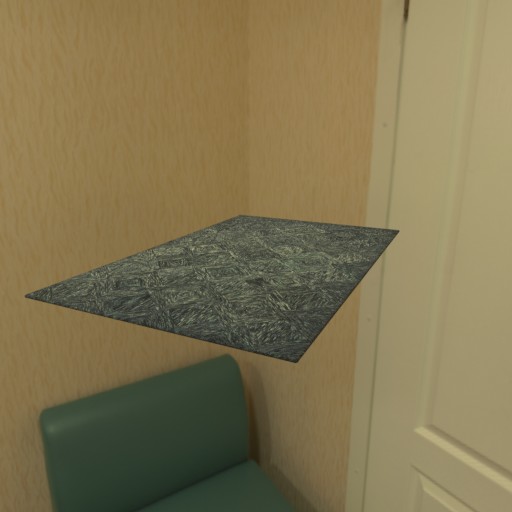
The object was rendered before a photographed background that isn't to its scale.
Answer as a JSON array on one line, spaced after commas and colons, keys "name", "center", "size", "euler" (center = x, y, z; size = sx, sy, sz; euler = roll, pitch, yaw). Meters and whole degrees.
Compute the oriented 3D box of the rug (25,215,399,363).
[{"name": "rug", "center": [0.000, 0.000, 2.938], "size": [1.478, 0.017, 2.330], "euler": [8, 18, 25]}]
